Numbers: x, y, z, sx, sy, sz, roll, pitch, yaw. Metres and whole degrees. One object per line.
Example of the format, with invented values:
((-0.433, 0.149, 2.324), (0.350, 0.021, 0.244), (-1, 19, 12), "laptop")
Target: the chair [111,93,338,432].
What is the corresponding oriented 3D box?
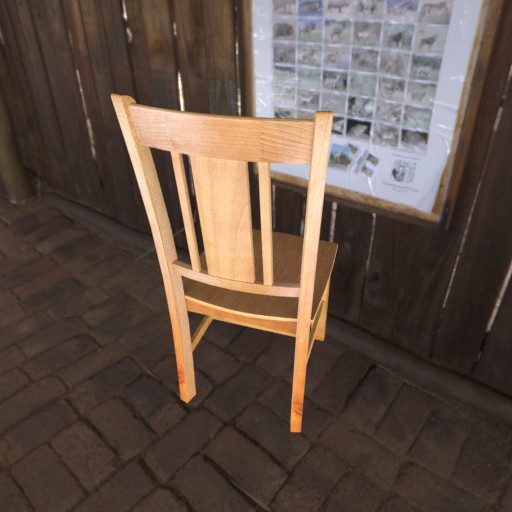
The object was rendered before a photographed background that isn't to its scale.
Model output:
((0.000, 0.000, 1.306), (0.450, 0.998, 0.556), (10, 34, 15), "chair")
